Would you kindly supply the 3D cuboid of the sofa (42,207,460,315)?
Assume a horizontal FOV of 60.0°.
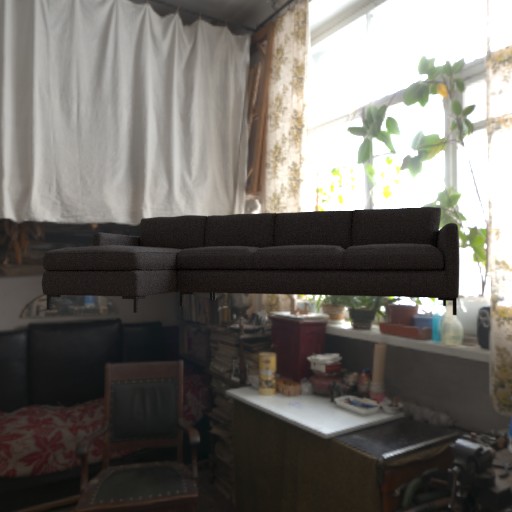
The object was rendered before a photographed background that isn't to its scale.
[{"bbox_3d":[0.000,0.000,3.223,2.731,0.754,1.258,0,-1,18],"label":"sofa"}]
